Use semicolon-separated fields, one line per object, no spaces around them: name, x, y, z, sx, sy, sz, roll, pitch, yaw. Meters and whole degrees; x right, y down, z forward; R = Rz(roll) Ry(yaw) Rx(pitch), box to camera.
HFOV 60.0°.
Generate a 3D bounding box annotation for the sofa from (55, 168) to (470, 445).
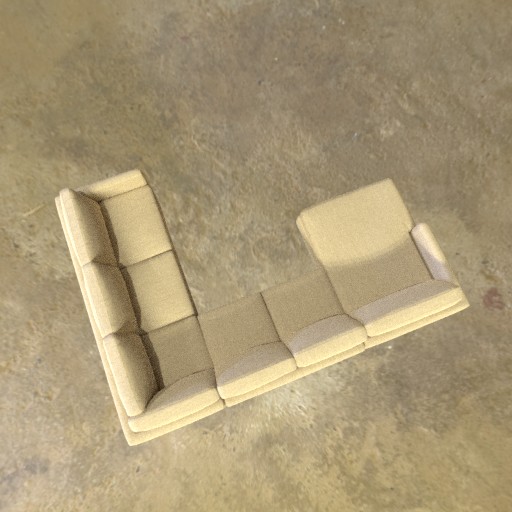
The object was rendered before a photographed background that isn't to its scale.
sofa;0.000;0.000;4.630;3.460;0.961;2.594;-21;76;-5
